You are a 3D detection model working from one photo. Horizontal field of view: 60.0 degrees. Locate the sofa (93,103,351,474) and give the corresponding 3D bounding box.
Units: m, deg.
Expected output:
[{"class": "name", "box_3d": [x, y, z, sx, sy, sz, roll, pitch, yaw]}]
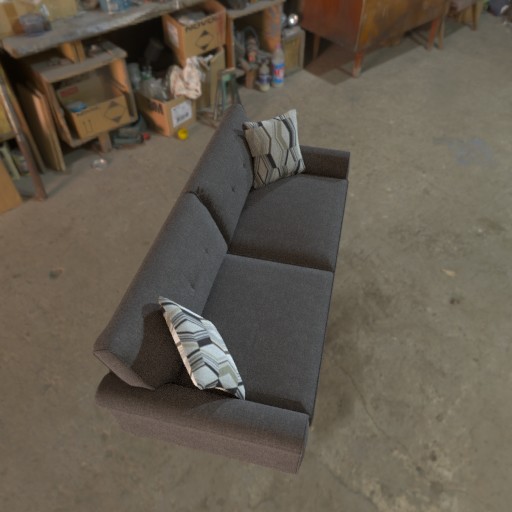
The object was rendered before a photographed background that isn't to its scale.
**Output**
[{"class": "sofa", "box_3d": [0.000, 0.000, 2.467, 0.889, 0.813, 2.032, 10, 48, 9]}]
